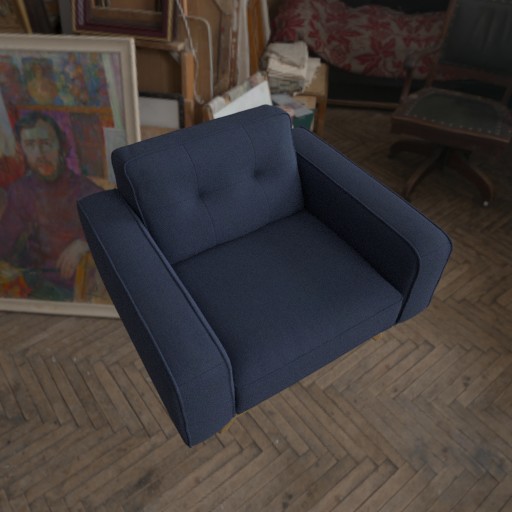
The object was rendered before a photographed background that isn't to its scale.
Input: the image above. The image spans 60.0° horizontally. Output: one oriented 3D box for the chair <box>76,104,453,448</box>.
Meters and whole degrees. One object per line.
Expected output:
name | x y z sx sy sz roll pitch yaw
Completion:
chair | 0.000 0.000 1.767 1.118 0.783 0.953 -24 50 -22
